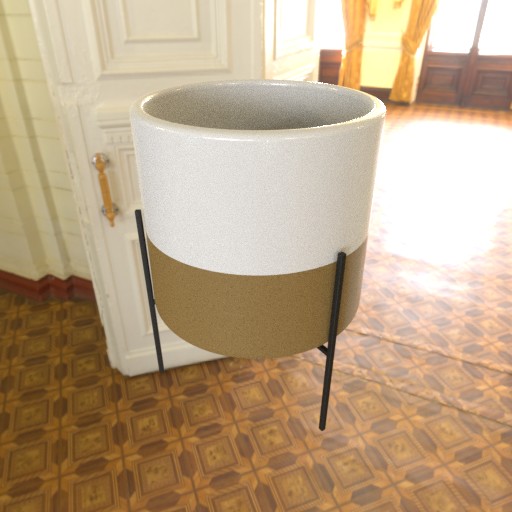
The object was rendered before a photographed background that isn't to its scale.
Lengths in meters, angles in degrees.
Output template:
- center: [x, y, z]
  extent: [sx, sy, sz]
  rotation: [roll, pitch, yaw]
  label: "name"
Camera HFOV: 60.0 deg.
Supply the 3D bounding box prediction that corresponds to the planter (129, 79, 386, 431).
- center: [0.000, 0.000, 0.637]
  extent: [0.310, 0.432, 0.310]
  rotation: [-11, 33, -18]
  label: "planter"
